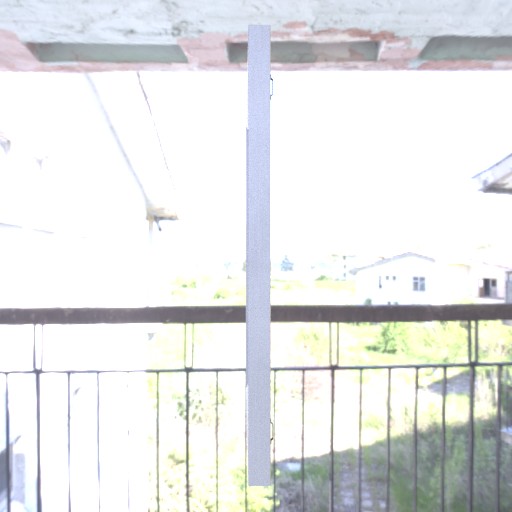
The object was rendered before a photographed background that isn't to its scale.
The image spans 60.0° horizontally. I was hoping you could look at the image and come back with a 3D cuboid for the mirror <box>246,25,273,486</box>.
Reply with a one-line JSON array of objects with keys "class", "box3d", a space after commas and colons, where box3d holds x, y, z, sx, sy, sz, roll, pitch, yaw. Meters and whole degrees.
[{"class": "mirror", "box3d": [0.000, 0.000, 0.936, 0.039, 0.710, 0.507, 0, -1, -2]}]
